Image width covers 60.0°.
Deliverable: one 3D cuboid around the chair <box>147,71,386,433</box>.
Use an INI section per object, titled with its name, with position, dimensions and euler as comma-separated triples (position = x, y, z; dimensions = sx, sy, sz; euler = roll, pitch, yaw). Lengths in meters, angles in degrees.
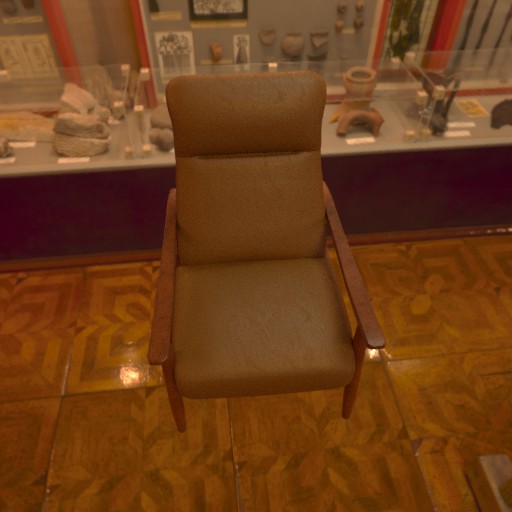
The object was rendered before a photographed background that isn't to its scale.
[chair]
position = 0.000, 0.000, 1.804
dimensions = 0.762, 1.082, 1.014
euler = -3, 47, -3
